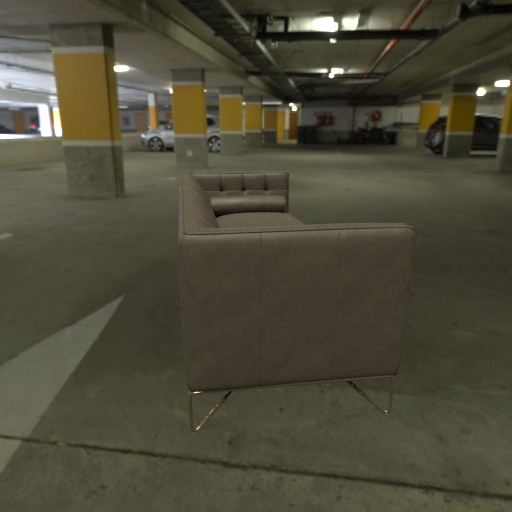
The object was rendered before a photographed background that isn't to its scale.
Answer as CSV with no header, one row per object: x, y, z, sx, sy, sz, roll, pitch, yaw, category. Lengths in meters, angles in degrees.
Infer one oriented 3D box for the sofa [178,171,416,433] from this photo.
0.000,0.000,2.601,0.867,0.789,2.087,-3,16,-9,sofa
